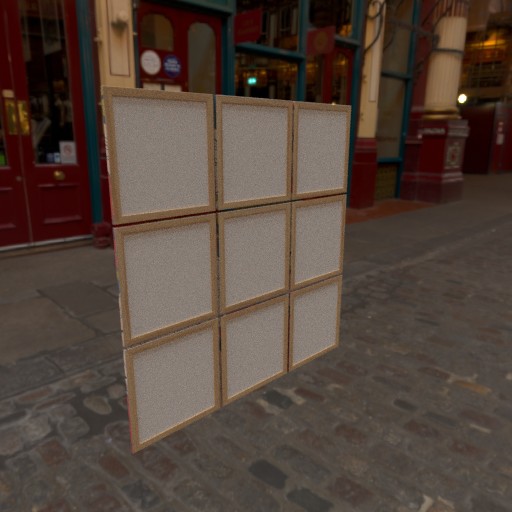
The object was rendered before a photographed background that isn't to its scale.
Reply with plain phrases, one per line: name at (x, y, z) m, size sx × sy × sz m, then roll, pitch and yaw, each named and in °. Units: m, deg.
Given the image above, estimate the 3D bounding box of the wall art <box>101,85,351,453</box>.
wall art at (0.000, 0.000, 1.811) m, size 1.206 × 1.218 × 0.013 m, roll -14°, pitch 20°, yaw -42°
